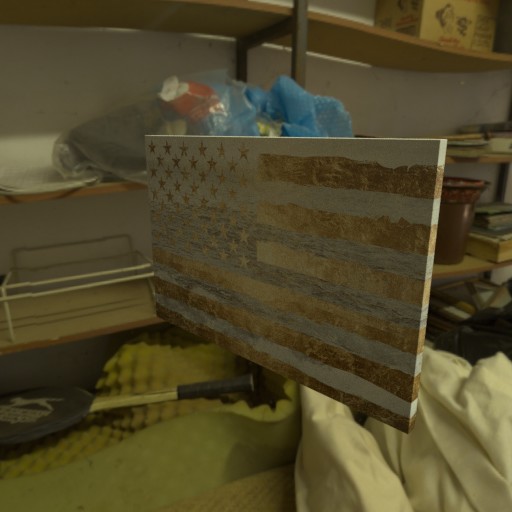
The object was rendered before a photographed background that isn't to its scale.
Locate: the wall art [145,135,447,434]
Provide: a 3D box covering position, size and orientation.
[{"bbox_3d":[0.000,0.000,1.467,1.145,0.762,0.041,14,21,41],"label":"wall art"}]
